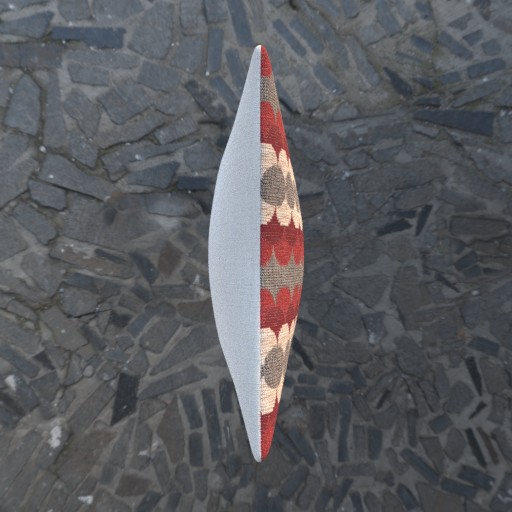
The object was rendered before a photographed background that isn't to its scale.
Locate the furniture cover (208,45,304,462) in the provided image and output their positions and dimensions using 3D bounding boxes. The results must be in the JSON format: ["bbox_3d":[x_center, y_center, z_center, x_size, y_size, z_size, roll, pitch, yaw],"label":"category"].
[{"bbox_3d":[0.000,0.000,0.653,0.145,0.420,0.435,0,90,-1],"label":"furniture cover"}]
